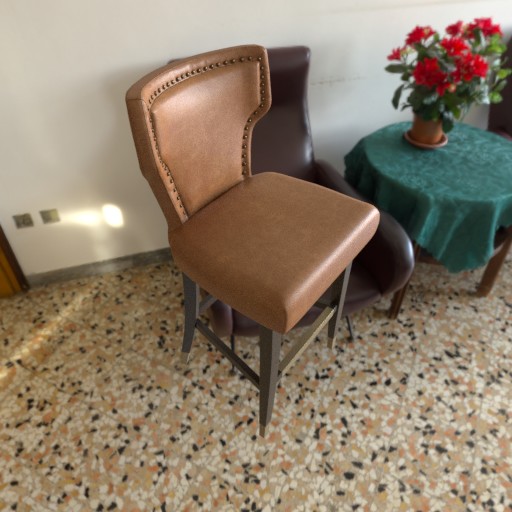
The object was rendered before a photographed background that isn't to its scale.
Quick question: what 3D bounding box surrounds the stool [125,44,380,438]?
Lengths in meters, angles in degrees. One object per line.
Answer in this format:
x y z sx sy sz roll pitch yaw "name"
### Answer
0.000 0.000 1.394 0.563 1.092 0.526 26 48 27 "stool"
